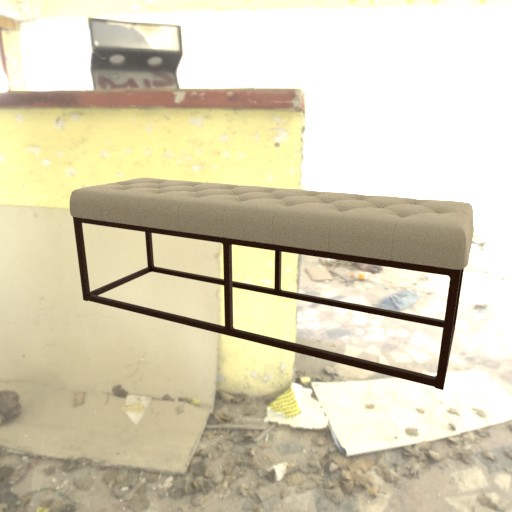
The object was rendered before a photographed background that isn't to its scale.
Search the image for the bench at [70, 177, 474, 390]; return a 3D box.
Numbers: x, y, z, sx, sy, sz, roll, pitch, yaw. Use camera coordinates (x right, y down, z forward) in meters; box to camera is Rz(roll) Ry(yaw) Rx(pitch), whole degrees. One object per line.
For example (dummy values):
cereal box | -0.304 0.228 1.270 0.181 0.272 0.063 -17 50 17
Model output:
bench | 0.000 0.000 1.728 1.488 0.488 0.479 9 19 26
